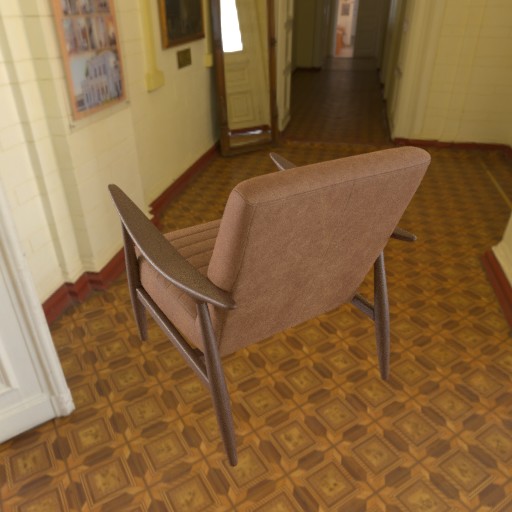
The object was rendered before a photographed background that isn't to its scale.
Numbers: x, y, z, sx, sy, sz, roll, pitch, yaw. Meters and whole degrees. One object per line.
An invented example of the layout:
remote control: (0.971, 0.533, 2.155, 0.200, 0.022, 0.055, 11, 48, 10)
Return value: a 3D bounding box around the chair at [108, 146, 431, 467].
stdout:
chair: (0.000, 0.000, 1.459, 0.741, 0.832, 0.798, -18, 35, -28)
